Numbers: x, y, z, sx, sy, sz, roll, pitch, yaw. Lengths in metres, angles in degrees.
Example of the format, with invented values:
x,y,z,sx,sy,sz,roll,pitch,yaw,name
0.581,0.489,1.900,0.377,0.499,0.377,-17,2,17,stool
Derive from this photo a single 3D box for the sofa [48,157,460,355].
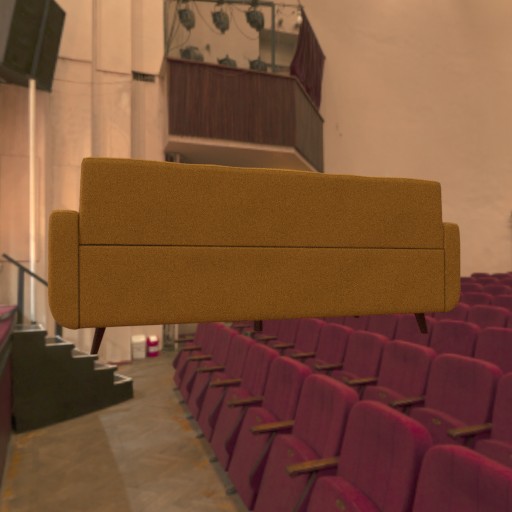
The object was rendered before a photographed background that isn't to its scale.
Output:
x,y,z,sx,sy,sz,roll,pitch,yaw,name
0.000,0.000,2.489,2.029,0.841,0.909,0,-1,-18,sofa
